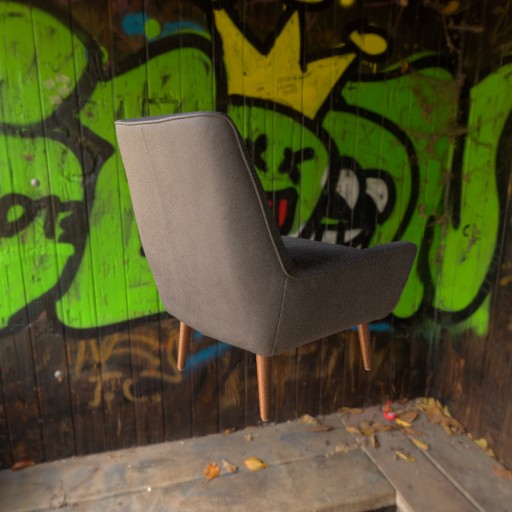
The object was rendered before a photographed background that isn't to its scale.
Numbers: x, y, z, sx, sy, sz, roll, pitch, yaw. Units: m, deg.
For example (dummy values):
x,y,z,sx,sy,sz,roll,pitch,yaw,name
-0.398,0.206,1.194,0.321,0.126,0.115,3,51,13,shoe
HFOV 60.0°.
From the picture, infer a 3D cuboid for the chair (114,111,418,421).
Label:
x,y,z,sx,sy,sz,roll,pitch,yaw,name
0.000,0.000,1.516,0.822,0.888,0.787,-12,18,-43,chair
